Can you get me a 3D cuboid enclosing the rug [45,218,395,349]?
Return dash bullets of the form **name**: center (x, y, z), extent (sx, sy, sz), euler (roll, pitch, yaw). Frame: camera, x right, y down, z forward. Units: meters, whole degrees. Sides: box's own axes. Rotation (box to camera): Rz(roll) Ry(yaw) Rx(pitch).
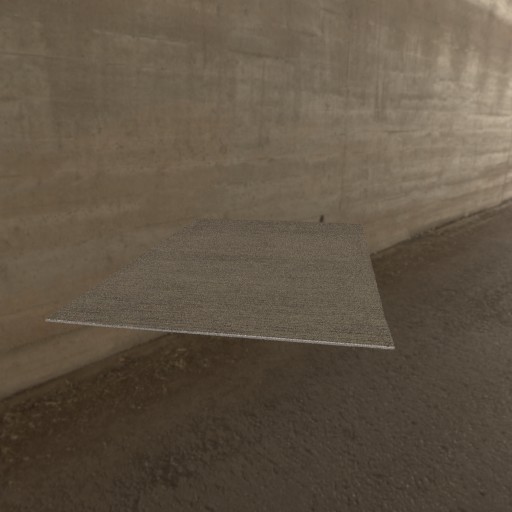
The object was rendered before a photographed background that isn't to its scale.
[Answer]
- **rug**: center (0.000, 0.000, 2.241), extent (1.149, 0.021, 1.773), euler (3, 17, 10)
